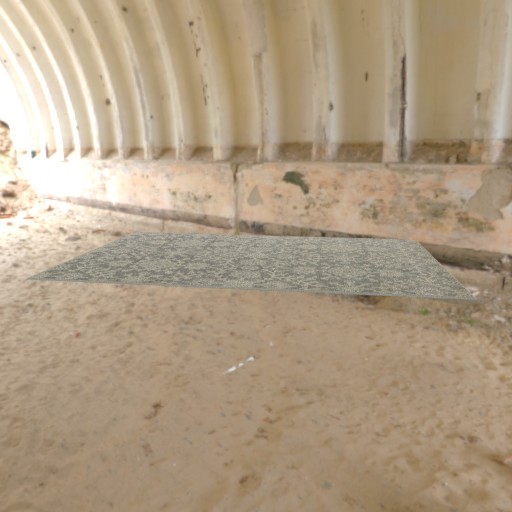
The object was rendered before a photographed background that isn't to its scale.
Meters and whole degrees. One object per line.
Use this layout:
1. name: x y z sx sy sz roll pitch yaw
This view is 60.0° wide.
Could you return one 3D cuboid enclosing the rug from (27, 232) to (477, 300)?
1. rug: 0.000 0.000 3.092 2.430 0.010 1.515 2 13 8
